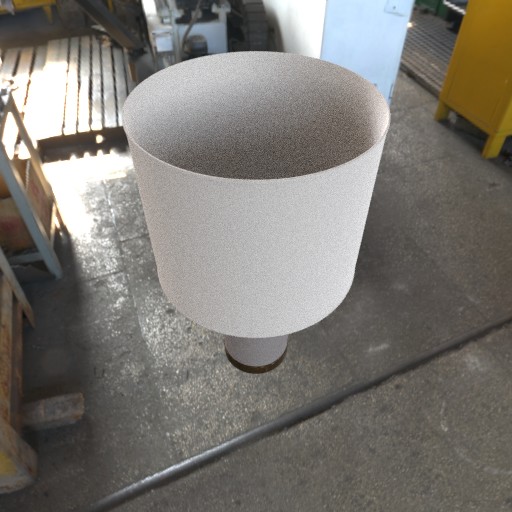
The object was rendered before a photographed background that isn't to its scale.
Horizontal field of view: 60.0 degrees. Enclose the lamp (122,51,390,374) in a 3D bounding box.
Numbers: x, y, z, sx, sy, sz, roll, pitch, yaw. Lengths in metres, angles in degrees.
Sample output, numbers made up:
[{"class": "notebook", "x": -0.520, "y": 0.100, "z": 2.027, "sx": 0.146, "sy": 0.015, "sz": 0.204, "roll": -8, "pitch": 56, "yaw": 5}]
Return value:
[{"class": "lamp", "x": 0.000, "y": 0.000, "z": 0.520, "sx": 0.229, "sy": 0.380, "sz": 0.229, "roll": 0, "pitch": 46, "yaw": 0}]
